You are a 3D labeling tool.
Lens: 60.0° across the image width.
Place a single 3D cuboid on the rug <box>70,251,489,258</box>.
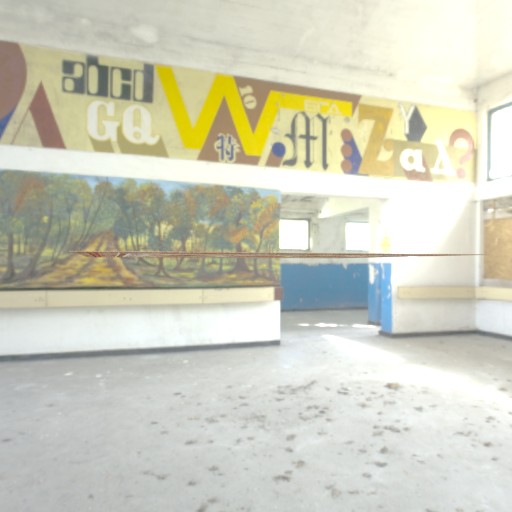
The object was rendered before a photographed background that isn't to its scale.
[{"bbox_3d":[0.000,0.000,4.169,3.067,0.005,2.460,0,-1,-18],"label":"rug"}]
